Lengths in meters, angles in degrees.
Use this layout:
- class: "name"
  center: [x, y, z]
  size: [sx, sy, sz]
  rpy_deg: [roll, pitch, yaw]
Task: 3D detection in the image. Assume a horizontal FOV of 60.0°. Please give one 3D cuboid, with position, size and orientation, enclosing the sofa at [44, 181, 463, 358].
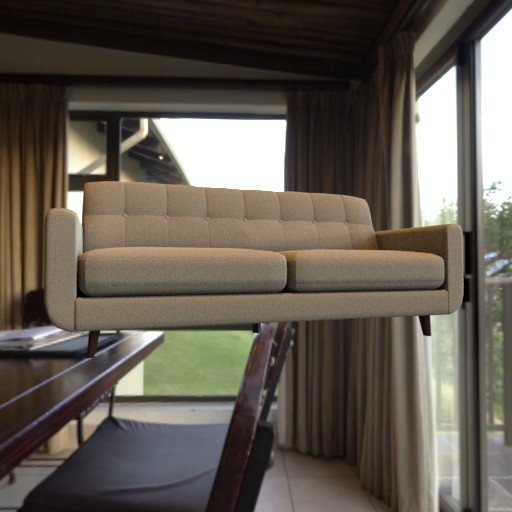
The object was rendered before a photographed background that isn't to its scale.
- class: "sofa"
  center: [0.000, 0.000, 2.574]
  size: [2.137, 0.892, 0.980]
  rpy_deg: [0, -1, -19]
